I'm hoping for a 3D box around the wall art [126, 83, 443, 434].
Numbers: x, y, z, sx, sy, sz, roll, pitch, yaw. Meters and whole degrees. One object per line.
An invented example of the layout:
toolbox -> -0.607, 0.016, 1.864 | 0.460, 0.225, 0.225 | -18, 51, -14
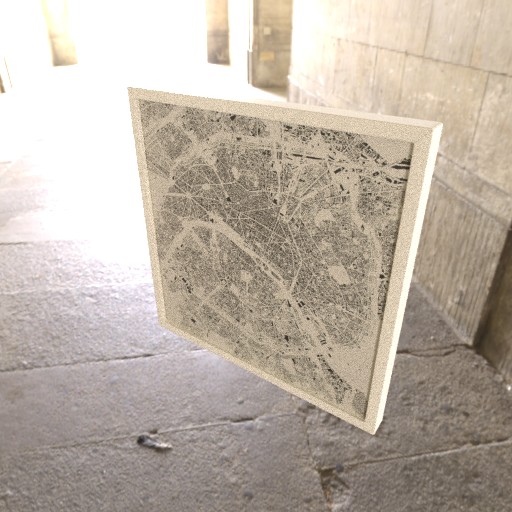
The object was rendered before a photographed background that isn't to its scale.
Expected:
wall art -> 0.000, 0.000, 0.756 | 0.508, 0.508, 0.038 | 19, 35, 30
